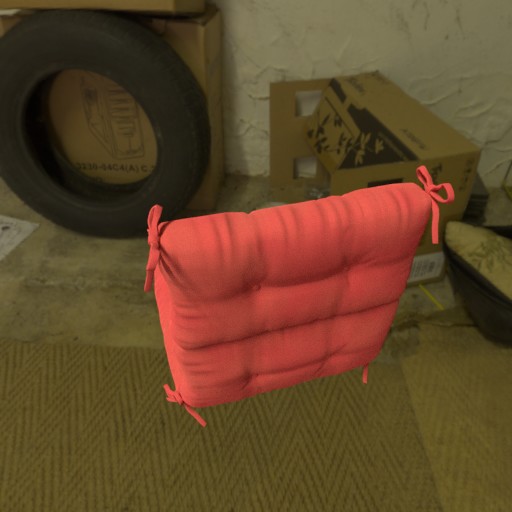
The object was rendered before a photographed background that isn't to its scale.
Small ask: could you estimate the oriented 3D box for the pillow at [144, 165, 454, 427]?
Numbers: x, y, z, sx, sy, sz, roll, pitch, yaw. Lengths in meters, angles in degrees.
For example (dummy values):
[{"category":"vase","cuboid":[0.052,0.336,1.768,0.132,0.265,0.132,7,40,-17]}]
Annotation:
[{"category":"pillow","cuboid":[0.000,0.000,1.017,0.519,0.605,0.571,-11,41,-13]}]
